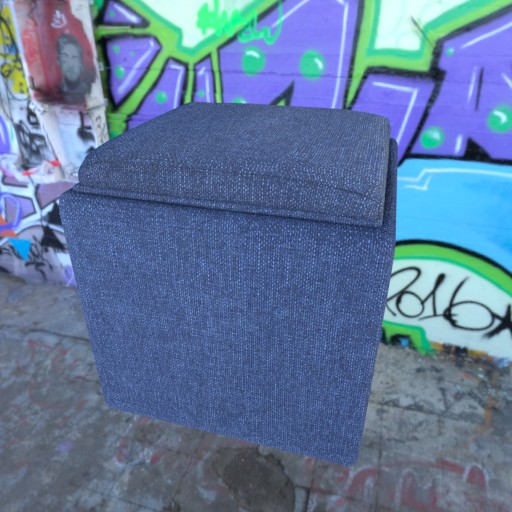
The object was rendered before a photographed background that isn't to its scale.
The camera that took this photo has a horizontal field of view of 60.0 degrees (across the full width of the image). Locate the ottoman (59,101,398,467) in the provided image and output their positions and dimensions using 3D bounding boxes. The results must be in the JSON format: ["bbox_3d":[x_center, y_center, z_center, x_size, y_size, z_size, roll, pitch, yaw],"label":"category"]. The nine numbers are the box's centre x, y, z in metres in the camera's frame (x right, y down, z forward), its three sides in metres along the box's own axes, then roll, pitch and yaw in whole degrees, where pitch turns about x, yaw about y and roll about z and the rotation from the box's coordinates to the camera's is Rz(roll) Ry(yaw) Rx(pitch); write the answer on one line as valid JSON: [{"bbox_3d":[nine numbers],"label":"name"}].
[{"bbox_3d":[0.000,0.000,0.817,0.454,0.493,0.436,8,31,14],"label":"ottoman"}]
